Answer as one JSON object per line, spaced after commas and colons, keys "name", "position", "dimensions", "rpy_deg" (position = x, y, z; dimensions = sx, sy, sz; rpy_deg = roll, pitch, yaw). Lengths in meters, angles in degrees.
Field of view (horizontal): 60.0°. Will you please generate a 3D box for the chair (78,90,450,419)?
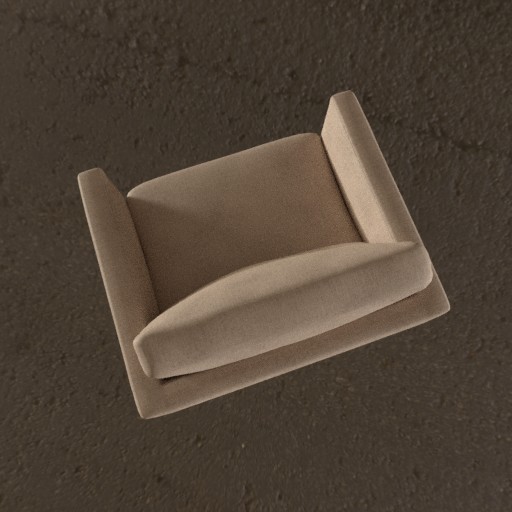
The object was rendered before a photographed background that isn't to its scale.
{"name": "chair", "position": [0.000, 0.000, 1.847], "dimensions": [1.133, 0.961, 0.959], "rpy_deg": [-18, 77, -5]}
